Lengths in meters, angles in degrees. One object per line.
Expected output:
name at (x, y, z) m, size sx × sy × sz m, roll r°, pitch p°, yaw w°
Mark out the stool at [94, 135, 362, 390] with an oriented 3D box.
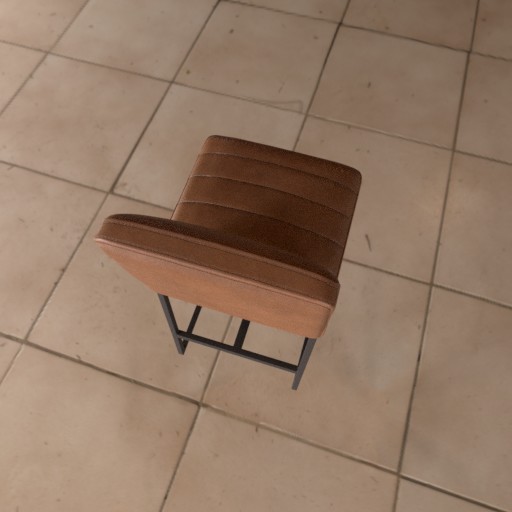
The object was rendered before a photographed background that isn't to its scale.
stool at (0.000, 0.000, 1.248) m, size 0.458 × 0.940 × 0.556 m, roll 15°, pitch 65°, yaw 8°
